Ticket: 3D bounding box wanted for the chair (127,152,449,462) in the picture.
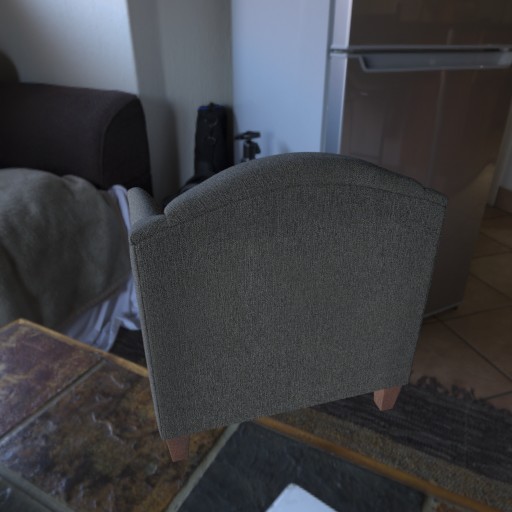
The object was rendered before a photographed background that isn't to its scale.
[{"bbox_3d":[0.000,0.000,1.438,0.763,0.839,0.787,-8,29,-14],"label":"chair"}]
